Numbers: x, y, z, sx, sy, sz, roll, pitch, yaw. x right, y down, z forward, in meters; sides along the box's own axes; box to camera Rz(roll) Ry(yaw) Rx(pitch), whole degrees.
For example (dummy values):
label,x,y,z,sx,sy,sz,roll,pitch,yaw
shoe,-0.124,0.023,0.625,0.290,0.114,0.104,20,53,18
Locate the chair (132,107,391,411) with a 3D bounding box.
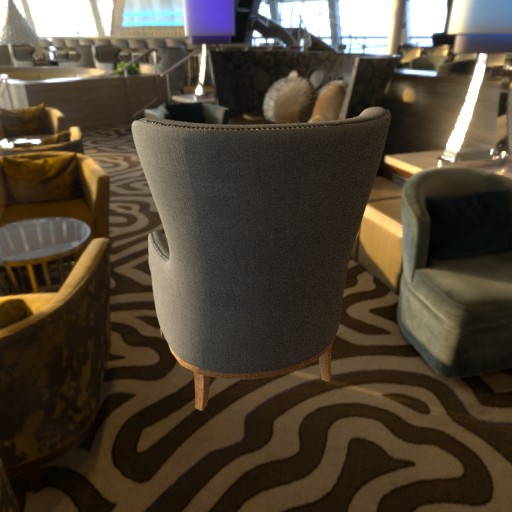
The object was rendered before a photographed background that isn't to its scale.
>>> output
label,x,y,z,sx,sy,sz,roll,pitch,yaw
chair,0.000,0.000,1.805,0.864,1.176,0.883,-8,27,-15
